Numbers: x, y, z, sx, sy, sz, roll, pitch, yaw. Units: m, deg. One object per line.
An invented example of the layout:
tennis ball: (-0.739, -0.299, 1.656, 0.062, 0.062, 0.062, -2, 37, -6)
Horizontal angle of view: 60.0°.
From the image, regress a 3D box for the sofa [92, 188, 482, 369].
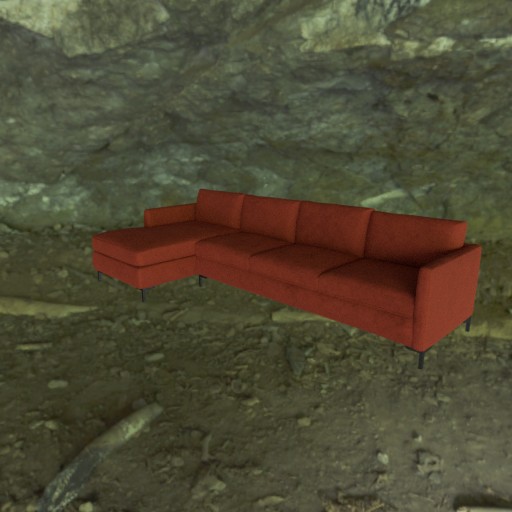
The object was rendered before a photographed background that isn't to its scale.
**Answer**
sofa: (0.000, 0.000, 2.931, 2.467, 0.663, 1.136, 14, 21, 43)
